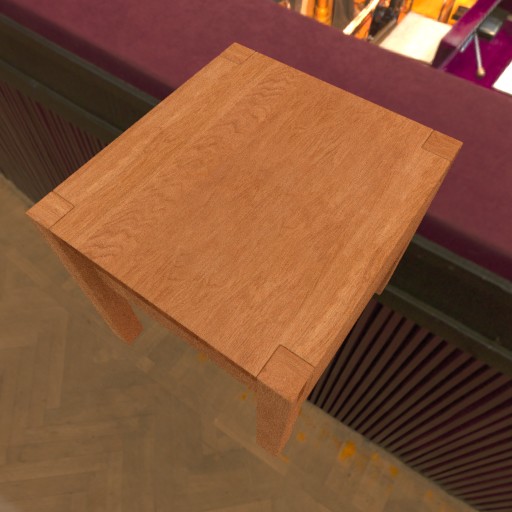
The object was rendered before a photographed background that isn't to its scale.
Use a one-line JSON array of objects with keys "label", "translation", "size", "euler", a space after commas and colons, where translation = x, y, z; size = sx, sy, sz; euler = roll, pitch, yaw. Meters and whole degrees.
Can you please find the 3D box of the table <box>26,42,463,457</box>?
[{"label": "table", "translation": [0.000, 0.000, 0.836], "size": [0.440, 0.450, 0.480], "euler": [31, 64, 18]}]
